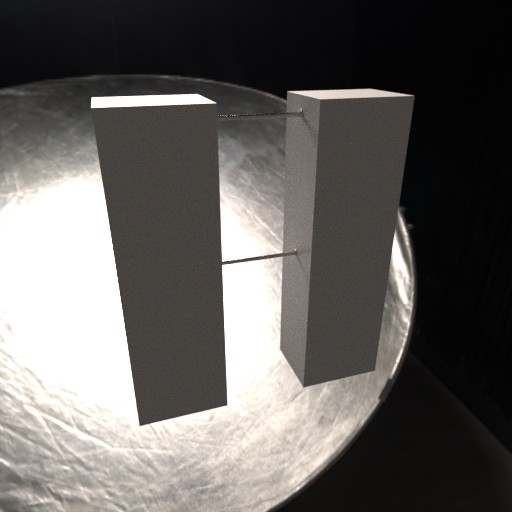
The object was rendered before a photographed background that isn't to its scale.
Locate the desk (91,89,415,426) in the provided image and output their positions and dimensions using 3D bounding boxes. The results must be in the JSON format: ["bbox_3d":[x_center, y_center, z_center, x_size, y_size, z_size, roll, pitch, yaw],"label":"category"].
[{"bbox_3d":[0.000,0.000,2.942,1.770,2.000,0.480,-8,26,-16],"label":"desk"}]
